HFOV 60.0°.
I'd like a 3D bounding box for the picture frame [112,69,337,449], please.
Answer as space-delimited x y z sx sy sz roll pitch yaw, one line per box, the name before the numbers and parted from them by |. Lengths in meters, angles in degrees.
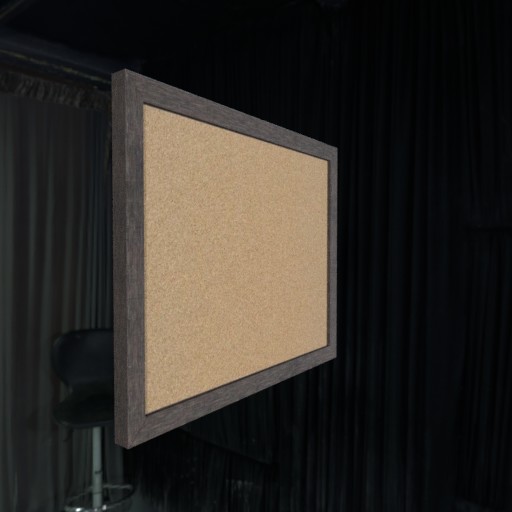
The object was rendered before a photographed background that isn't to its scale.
picture frame | 0.000 0.000 0.755 0.026 0.455 0.546 1 2 37
